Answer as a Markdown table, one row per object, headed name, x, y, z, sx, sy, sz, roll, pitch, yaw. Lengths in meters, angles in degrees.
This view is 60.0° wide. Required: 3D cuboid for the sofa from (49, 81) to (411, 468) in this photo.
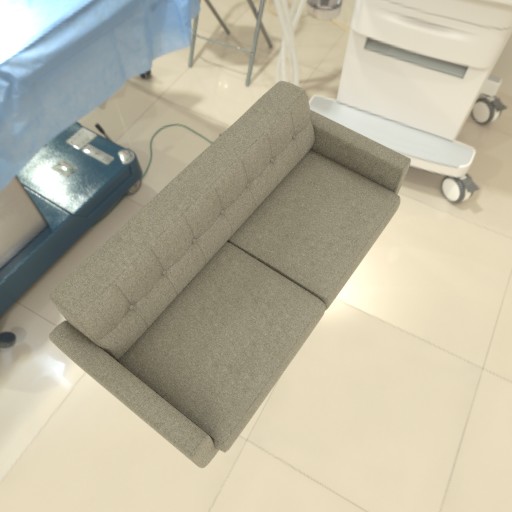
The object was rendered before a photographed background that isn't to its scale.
| name | x | y | z | sx | sy | sz | roll | pitch | yaw |
| --- | --- | --- | --- | --- | --- | --- | --- | --- | --- |
| sofa | 0.000 | 0.000 | 2.517 | 0.968 | 0.873 | 2.055 | 32 | 64 | 18 |
